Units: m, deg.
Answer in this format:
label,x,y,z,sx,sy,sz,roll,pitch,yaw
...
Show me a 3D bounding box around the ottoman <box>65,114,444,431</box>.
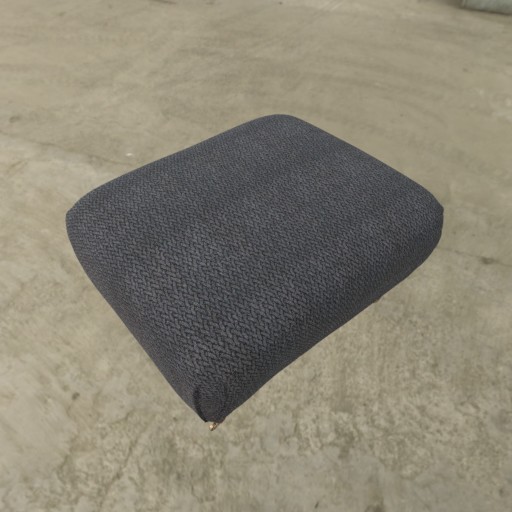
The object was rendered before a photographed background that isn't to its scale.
label,x,y,z,sx,sy,sz,roll,pitch,yaw
ottoman,0.000,0.000,1.145,0.747,0.450,0.622,-31,53,-27
